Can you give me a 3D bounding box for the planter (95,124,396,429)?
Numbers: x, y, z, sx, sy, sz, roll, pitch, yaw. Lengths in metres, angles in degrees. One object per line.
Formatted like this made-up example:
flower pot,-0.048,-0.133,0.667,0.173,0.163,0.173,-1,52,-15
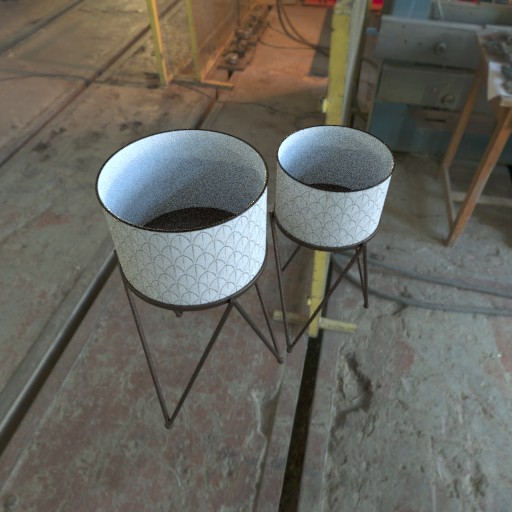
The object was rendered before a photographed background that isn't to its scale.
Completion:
planter,0.000,0.000,1.197,0.769,0.712,0.413,-25,51,-22
